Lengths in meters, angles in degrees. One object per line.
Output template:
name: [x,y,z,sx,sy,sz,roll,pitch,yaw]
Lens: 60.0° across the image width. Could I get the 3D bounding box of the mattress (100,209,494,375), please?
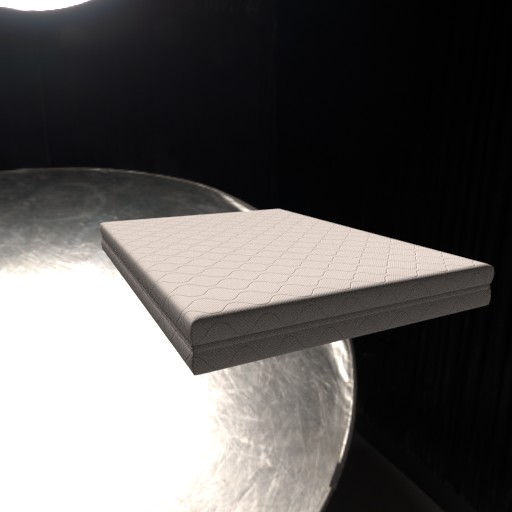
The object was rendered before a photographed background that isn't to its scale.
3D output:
mattress: [0.000,0.000,2.482,1.400,0.200,1.900,-7,16,-26]
